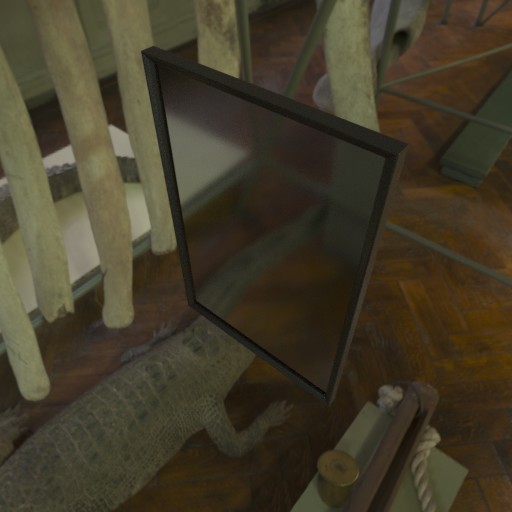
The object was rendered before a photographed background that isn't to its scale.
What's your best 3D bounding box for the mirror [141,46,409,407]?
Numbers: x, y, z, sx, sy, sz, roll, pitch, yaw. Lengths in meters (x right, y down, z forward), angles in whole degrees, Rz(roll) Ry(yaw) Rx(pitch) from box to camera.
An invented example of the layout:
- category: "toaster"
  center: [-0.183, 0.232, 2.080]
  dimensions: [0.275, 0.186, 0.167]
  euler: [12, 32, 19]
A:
- category: "mirror"
  center: [0.000, 0.000, 1.168]
  dimensions: [0.609, 0.915, 0.041]
  euler: [31, 54, 26]
